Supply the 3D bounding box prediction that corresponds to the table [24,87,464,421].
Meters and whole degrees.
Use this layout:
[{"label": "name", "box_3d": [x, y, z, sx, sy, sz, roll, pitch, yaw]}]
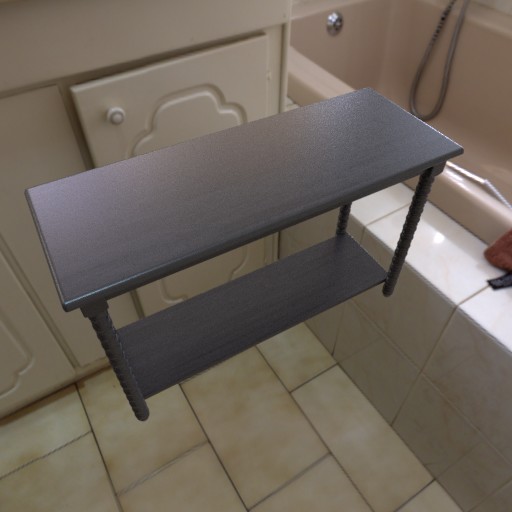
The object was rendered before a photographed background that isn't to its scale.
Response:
[{"label": "table", "box_3d": [0.000, 0.000, 1.522, 1.184, 0.735, 0.459, -23, 51, -20]}]
